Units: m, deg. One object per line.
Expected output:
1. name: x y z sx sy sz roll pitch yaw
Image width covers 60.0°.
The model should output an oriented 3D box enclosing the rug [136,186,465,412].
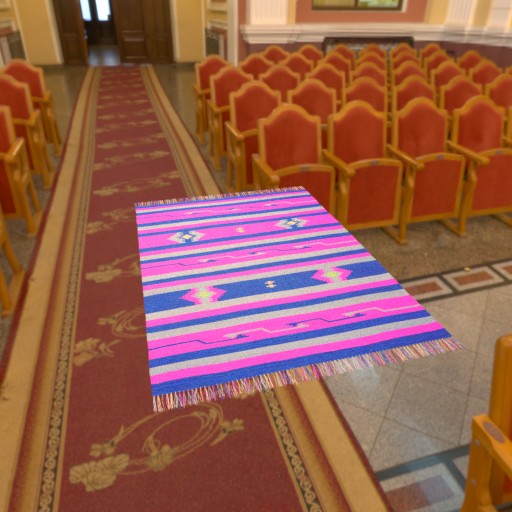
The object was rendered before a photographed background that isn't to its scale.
1. rug: 0.000 0.000 3.007 1.539 0.013 2.350 -8 31 -13
